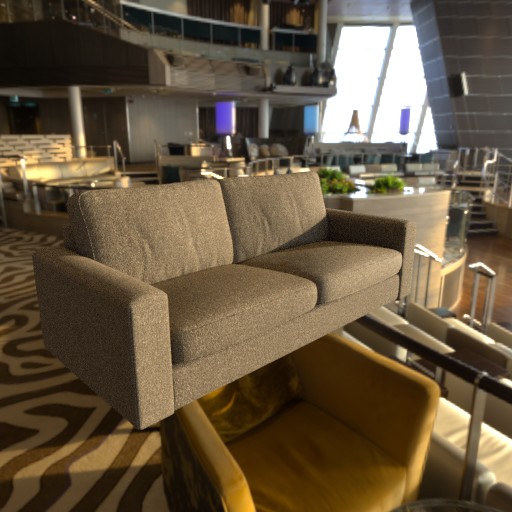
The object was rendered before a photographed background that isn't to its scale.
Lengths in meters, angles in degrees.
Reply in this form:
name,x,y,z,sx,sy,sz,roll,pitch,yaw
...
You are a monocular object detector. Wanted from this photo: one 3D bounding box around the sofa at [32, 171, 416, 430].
name,x,y,z,sx,sy,sz,roll,pitch,yaw
sofa,0.000,0.000,2.641,2.179,0.873,1.016,-15,21,-43
